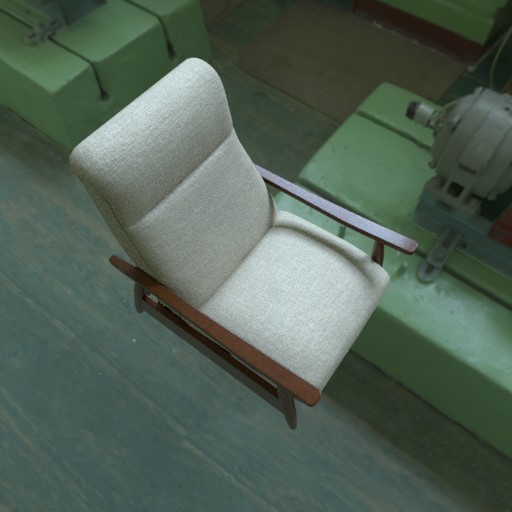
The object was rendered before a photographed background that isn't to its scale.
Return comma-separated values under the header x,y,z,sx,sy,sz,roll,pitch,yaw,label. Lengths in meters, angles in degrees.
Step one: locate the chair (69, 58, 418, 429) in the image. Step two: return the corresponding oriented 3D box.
x,y,z,sx,sy,sz,roll,pitch,yaw,label
0.000,0.000,1.783,1.014,1.082,0.762,32,65,17,chair
